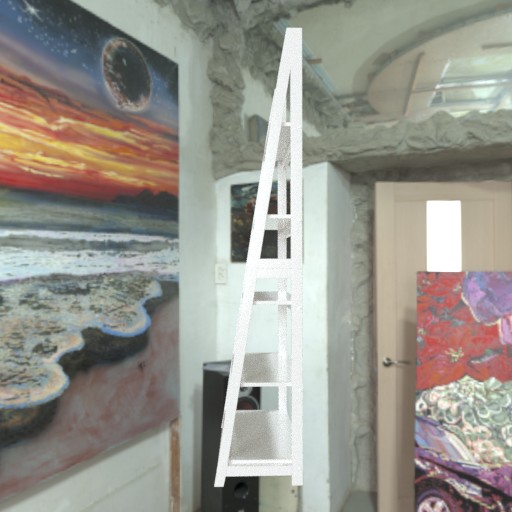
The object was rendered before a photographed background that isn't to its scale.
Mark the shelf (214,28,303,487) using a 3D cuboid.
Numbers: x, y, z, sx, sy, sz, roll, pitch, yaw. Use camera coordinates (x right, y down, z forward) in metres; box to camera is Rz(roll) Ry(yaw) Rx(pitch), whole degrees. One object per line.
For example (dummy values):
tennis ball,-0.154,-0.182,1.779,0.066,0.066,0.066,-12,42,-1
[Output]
shelf,0.000,0.000,2.033,0.341,1.779,0.636,0,-1,-2
